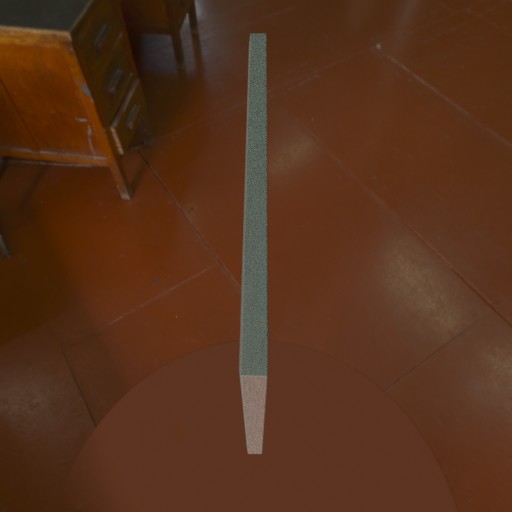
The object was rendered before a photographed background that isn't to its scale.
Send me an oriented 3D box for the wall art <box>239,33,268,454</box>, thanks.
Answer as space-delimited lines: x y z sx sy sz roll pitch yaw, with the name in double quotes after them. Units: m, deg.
0.000 0.000 0.755 0.028 0.457 0.556 0 58 0 "wall art"
